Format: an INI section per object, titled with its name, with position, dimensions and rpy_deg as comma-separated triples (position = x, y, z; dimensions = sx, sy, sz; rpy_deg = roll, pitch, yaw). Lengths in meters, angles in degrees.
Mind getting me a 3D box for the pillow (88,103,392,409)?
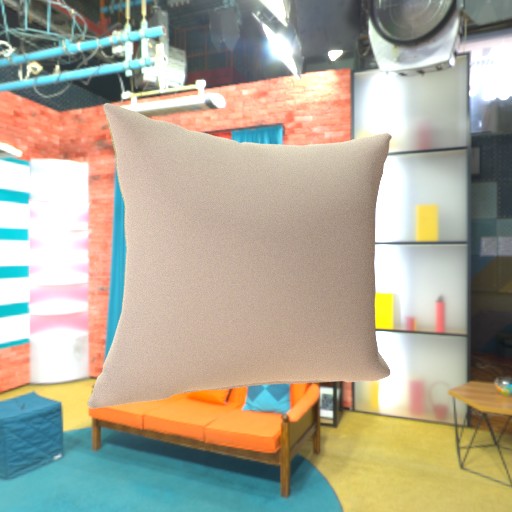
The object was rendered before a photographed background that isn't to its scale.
[pillow]
position = 0.000, 0.000, 0.785
dimensions = 0.560, 0.487, 0.229
rpy_deg = 0, 0, -18
